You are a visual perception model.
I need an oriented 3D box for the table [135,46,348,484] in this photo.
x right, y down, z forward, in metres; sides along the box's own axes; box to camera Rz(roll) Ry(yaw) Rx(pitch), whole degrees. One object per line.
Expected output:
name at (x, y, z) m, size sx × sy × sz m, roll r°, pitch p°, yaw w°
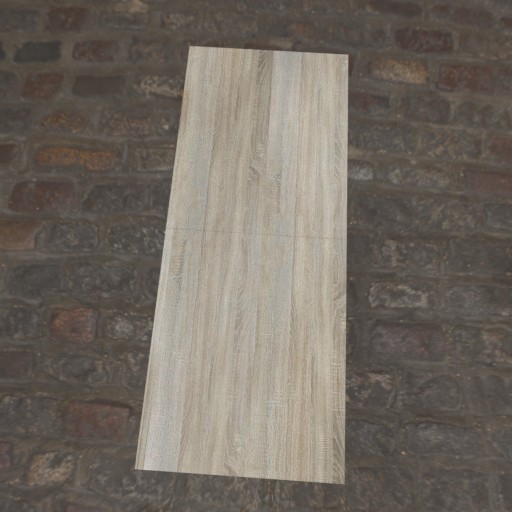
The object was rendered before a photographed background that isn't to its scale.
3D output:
table at (0.000, 0.000, 2.581) m, size 0.900 × 0.790 × 2.200 m, roll 4°, pitch 74°, yaw 1°
